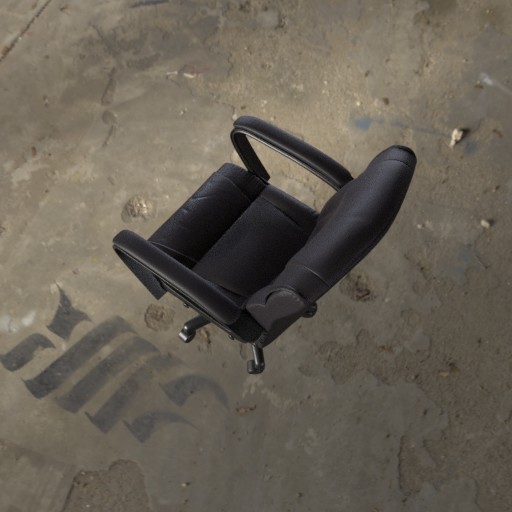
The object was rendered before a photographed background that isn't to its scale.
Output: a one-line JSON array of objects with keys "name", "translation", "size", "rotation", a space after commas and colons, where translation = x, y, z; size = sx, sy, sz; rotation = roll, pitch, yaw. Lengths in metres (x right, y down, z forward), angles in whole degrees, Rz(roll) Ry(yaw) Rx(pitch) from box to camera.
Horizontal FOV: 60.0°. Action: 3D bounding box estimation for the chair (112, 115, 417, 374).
[{"name": "chair", "translation": [0.000, 0.000, 1.377], "size": [0.641, 0.998, 0.576], "rotation": [34, 68, 16]}]
